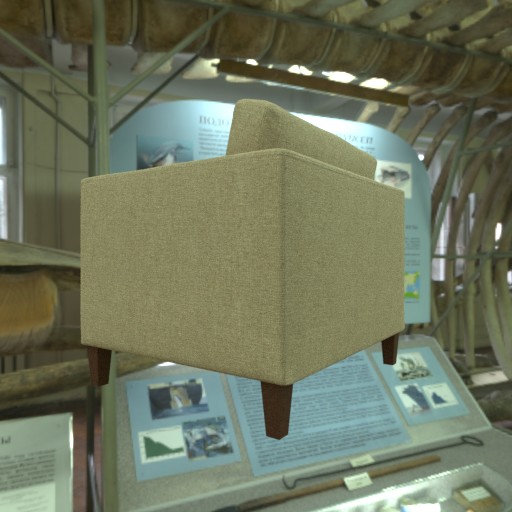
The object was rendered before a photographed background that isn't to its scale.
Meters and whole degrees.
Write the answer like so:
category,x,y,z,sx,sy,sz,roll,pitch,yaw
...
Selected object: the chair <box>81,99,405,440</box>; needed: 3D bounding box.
category,x,y,z,sx,sy,sz,roll,pitch,yaw
chair,0.000,0.000,1.870,0.959,0.987,1.107,1,1,35
